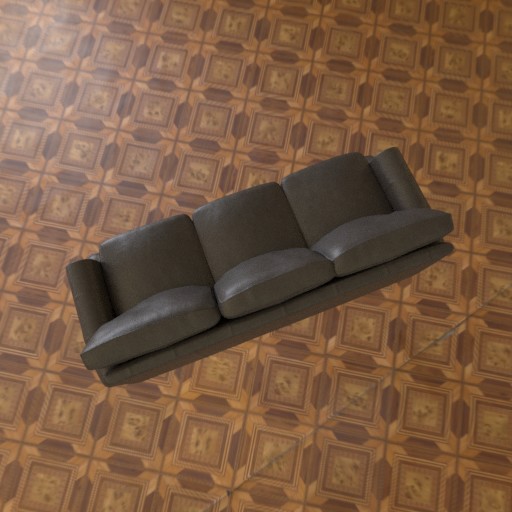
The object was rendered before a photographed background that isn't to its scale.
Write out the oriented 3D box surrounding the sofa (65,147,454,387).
[{"bbox_3d":[0.000,0.000,2.965,2.387,0.977,0.974,-20,77,-5],"label":"sofa"}]
